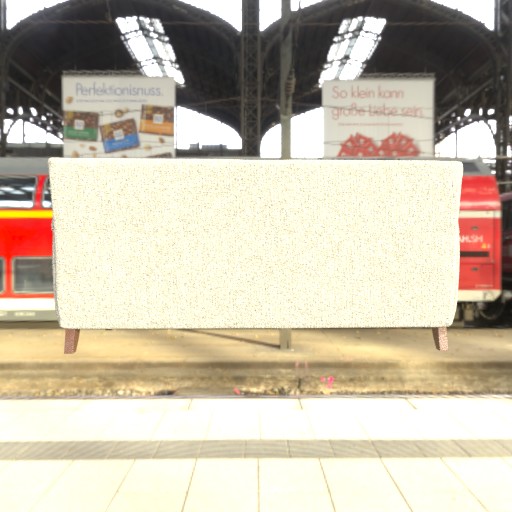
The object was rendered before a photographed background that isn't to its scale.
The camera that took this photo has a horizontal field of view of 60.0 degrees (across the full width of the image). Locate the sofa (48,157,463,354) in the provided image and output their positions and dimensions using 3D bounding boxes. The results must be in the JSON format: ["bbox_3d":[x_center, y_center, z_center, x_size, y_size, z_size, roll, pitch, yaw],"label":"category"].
[{"bbox_3d":[0.000,0.000,2.511,2.026,0.942,0.854,0,1,-2],"label":"sofa"}]
